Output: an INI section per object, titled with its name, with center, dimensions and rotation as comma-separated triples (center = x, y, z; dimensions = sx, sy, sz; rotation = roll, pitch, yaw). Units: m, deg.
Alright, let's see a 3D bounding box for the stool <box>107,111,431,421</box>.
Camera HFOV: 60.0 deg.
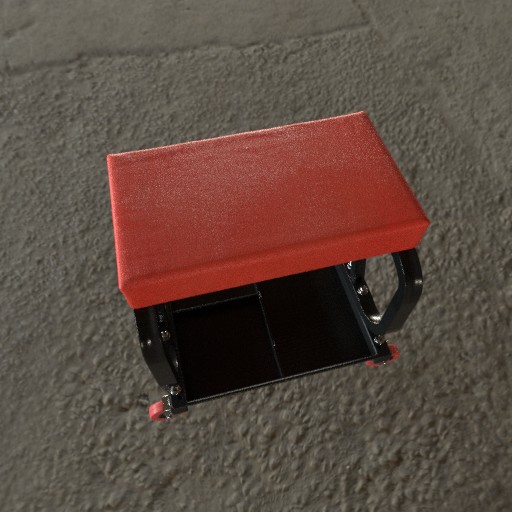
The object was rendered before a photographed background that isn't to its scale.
[stool]
center = 0.000, 0.000, 0.722
dimensions = 0.446, 0.380, 0.371
rotation = -12, 57, -8
